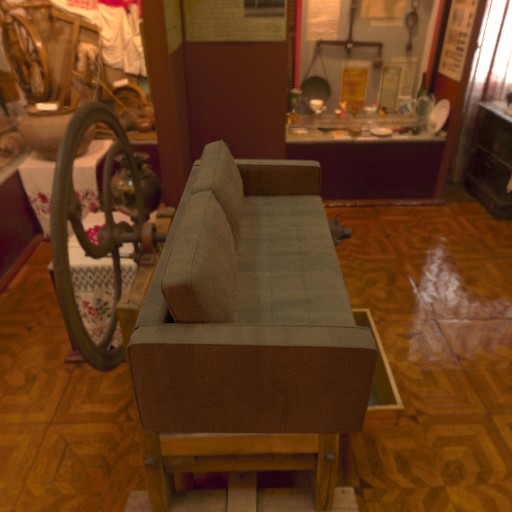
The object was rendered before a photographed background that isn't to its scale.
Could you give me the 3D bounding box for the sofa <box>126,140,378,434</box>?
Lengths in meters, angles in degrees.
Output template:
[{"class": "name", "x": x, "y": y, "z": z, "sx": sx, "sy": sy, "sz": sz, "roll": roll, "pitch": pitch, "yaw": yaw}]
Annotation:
[{"class": "sofa", "x": 0.000, "y": 0.000, "z": 2.470, "sx": 0.924, "sy": 0.825, "sz": 1.920, "roll": 0, "pitch": 32, "yaw": 1}]
